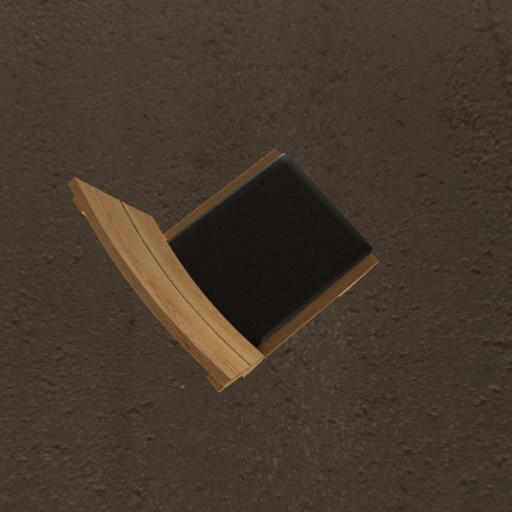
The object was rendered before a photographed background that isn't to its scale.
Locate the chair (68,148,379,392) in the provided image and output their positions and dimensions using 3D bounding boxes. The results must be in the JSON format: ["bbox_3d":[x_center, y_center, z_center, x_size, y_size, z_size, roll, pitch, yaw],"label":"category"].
[{"bbox_3d":[0.000,0.000,1.285,0.569,0.950,0.475,-38,79,-9],"label":"chair"}]
